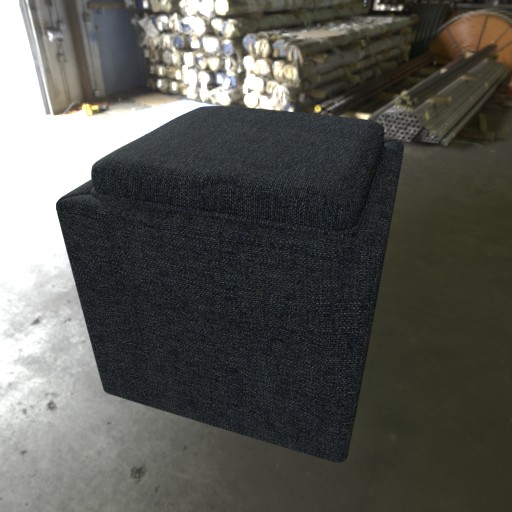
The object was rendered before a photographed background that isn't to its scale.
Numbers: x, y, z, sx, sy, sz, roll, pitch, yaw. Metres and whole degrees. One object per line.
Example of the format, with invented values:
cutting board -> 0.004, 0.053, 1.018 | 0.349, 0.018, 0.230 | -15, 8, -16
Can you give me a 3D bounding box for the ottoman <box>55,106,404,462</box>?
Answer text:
ottoman -> 0.000, 0.000, 0.817 | 0.450, 0.460, 0.450 | 10, 33, 16
